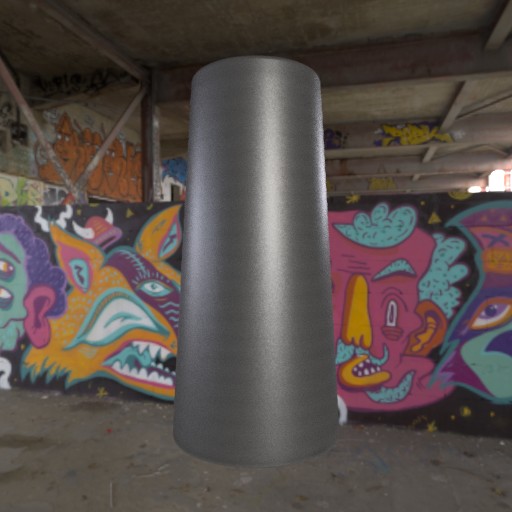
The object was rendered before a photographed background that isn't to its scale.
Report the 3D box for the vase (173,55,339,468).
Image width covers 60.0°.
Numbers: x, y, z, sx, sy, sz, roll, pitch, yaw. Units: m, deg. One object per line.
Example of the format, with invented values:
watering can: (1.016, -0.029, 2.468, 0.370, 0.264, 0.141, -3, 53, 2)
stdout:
vase: (0.000, 0.000, 0.369, 0.136, 0.289, 0.136, 0, 0, 35)
